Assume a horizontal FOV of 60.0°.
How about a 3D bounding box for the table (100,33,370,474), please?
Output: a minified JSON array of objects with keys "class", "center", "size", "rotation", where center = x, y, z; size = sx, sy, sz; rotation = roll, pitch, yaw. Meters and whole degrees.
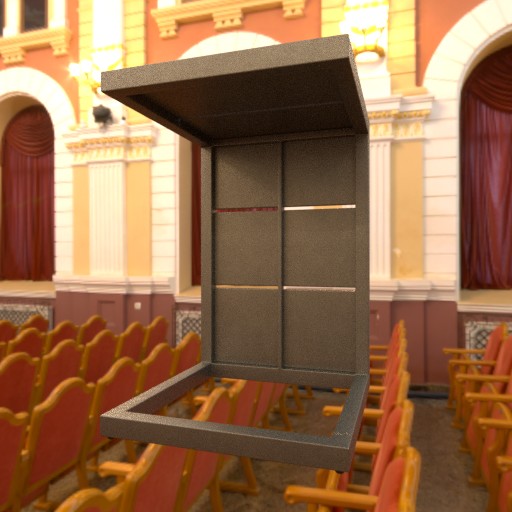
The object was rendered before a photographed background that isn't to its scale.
[{"class":"table","center":[0.000,0.000,0.868],"size":[0.405,0.609,0.420],"rotation":[0,0,18]}]
